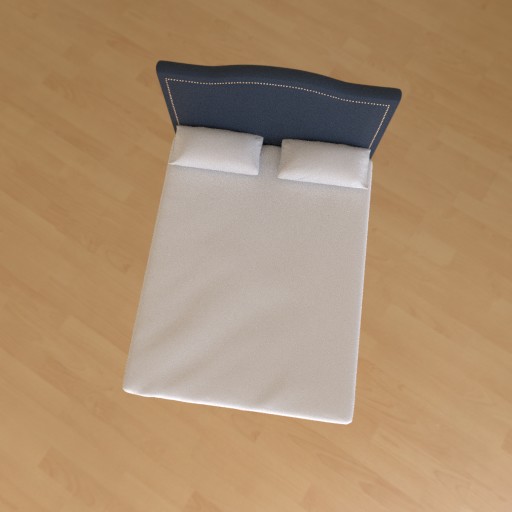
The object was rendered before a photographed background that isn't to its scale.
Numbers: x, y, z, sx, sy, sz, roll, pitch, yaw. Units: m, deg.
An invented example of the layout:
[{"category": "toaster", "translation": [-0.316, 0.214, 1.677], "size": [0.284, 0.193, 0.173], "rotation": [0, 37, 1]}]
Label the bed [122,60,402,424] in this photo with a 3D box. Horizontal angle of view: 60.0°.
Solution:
[{"category": "bed", "translation": [0.000, 0.000, 3.367], "size": [1.821, 1.436, 2.282], "rotation": [8, 75, 2]}]
